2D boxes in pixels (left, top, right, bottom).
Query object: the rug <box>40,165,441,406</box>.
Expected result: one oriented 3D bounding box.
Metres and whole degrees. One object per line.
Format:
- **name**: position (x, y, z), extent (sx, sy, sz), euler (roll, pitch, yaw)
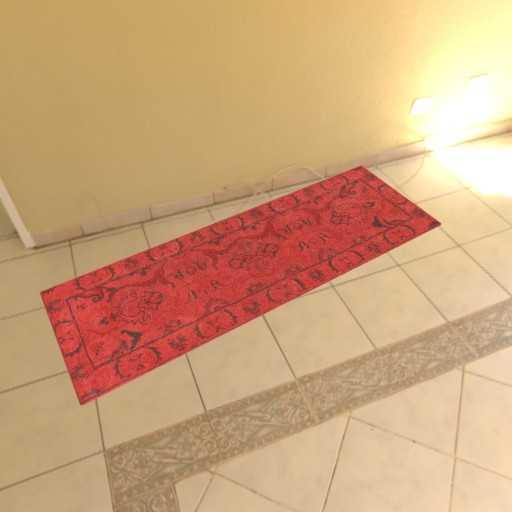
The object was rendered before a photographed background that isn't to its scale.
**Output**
- **rug**: position (0.000, 0.000, 2.771), extent (2.439, 0.018, 0.813), euler (-24, 50, -22)
